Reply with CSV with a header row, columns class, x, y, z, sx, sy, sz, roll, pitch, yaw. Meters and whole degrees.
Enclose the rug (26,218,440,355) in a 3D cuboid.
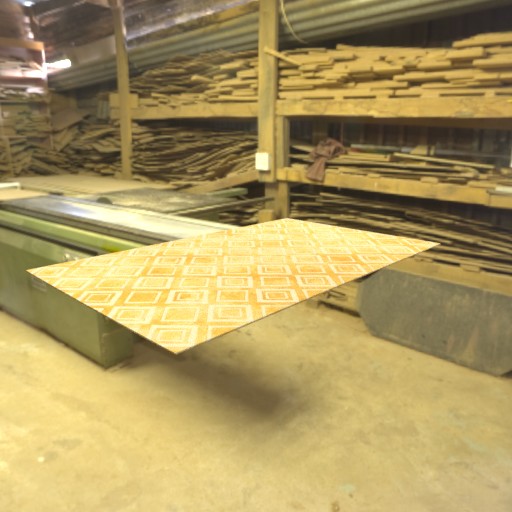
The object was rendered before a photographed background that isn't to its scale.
class,x,y,z,sx,sy,sz,roll,pitch,yaw
rug,0.000,0.000,2.985,1.511,0.010,2.424,14,21,42
